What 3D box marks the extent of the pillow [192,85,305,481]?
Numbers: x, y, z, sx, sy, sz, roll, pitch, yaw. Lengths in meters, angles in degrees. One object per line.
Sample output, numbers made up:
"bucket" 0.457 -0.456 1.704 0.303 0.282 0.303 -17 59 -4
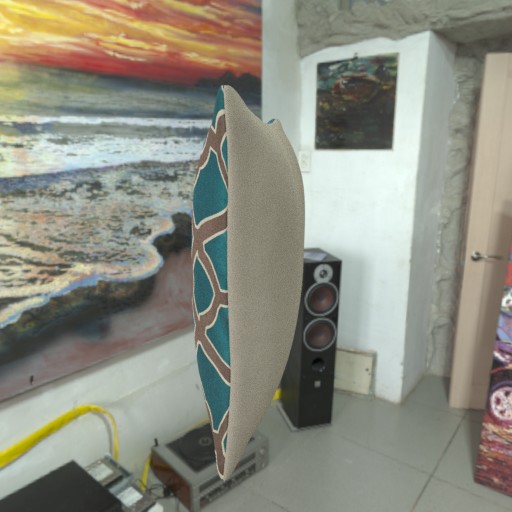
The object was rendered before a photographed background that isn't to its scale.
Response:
"pillow" 0.000 0.000 0.793 0.166 0.507 0.526 2 13 8
